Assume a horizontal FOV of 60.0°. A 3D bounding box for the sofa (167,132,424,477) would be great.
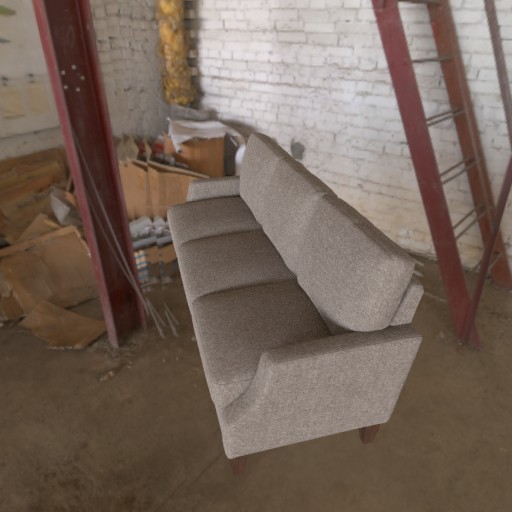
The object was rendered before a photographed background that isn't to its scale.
[{"bbox_3d":[0.000,0.000,2.628,0.888,0.984,2.115,-8,30,-13],"label":"sofa"}]
